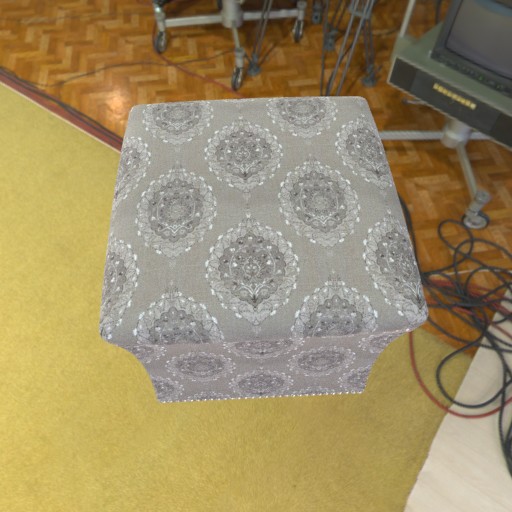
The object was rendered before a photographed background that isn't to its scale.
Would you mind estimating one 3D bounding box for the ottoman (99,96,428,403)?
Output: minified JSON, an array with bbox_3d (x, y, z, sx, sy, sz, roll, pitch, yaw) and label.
[{"bbox_3d":[0.000,0.000,0.927,0.497,0.473,0.507,-2,58,-2],"label":"ottoman"}]
